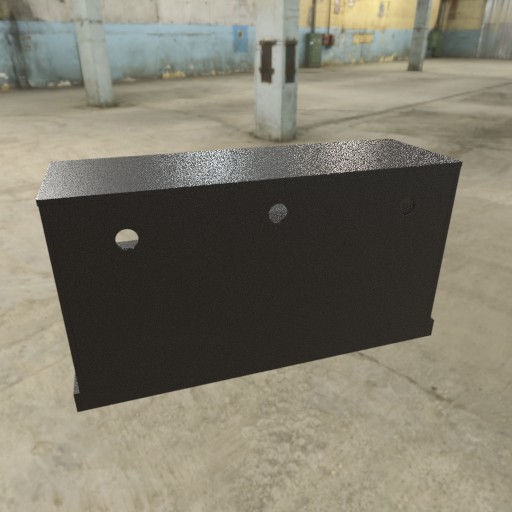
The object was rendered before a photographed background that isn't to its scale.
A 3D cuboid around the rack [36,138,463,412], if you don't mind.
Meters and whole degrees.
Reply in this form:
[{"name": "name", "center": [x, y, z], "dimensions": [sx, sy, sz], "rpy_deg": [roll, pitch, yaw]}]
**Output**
[{"name": "rack", "center": [0.000, 0.000, 1.473], "dimensions": [1.206, 0.635, 0.399], "rpy_deg": [-8, 27, -16]}]
